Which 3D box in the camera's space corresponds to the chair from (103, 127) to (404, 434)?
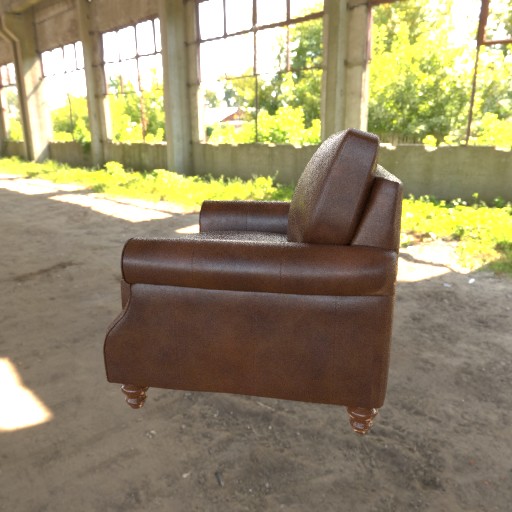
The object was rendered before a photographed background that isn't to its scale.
[{"bbox_3d":[0.000,0.000,1.761,0.992,0.972,0.989,3,16,10],"label":"chair"}]
